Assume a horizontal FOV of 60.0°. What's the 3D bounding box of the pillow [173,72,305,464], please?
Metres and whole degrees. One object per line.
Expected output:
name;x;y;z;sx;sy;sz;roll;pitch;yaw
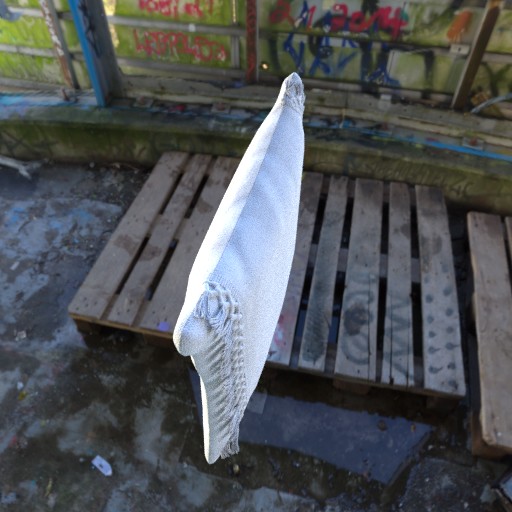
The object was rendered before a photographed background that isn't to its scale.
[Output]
pillow;0.000;0.000;0.601;0.084;0.305;0.466;11;49;10
